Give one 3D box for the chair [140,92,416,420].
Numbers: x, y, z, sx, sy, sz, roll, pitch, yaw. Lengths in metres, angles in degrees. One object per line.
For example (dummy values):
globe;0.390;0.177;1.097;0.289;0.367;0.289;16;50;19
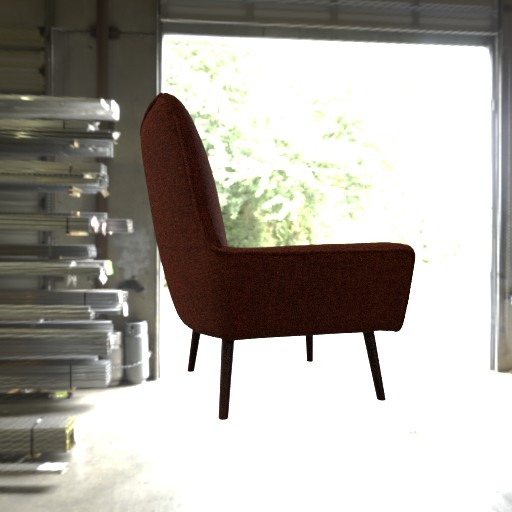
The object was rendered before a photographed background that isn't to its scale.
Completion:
chair;0.000;0.000;1.555;0.784;0.911;0.803;0;0;-18
